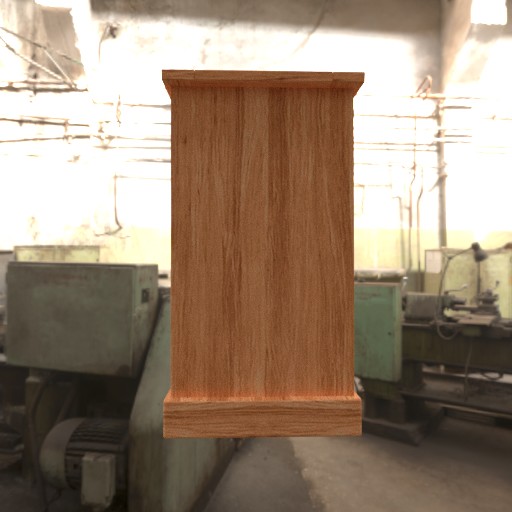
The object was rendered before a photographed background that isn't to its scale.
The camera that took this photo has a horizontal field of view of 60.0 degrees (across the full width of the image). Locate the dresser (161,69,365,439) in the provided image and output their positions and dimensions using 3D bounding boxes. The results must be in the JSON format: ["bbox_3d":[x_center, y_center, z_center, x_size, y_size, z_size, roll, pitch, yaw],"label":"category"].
[{"bbox_3d":[0.000,0.000,1.379,0.410,0.740,0.990,0,-1,-2],"label":"dresser"}]
